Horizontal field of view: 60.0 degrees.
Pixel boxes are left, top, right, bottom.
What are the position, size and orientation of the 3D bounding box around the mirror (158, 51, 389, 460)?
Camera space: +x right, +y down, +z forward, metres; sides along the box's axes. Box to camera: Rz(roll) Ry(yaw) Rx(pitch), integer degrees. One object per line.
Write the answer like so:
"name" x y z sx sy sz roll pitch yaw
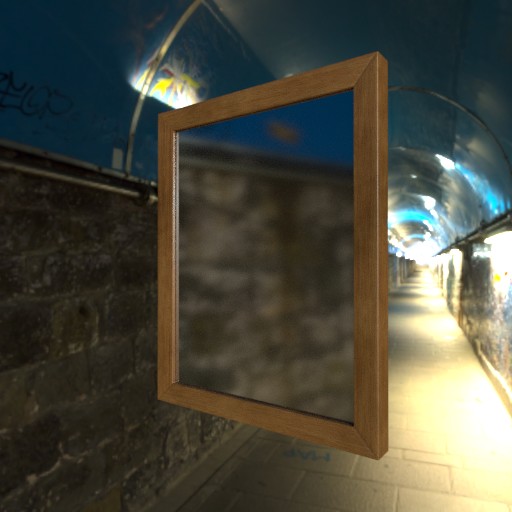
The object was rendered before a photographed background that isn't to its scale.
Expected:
"mirror" 0.000 0.000 0.685 0.405 0.508 0.041 0 -1 36
